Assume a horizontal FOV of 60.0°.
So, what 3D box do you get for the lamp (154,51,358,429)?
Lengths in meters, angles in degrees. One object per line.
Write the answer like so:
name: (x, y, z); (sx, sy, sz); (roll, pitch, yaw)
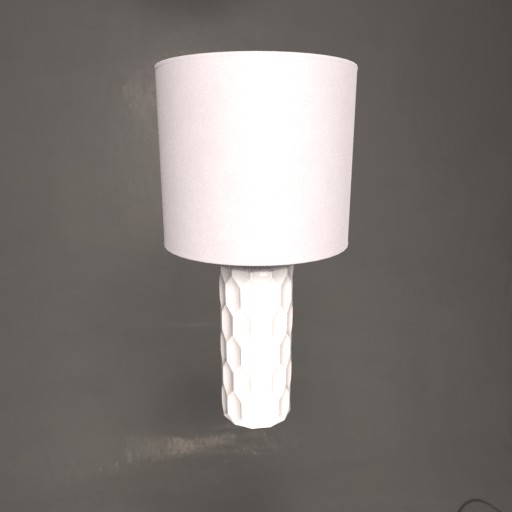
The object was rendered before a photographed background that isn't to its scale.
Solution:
lamp: (0.000, 0.000, 0.686); (0.277, 0.537, 0.277); (-2, 15, -8)
